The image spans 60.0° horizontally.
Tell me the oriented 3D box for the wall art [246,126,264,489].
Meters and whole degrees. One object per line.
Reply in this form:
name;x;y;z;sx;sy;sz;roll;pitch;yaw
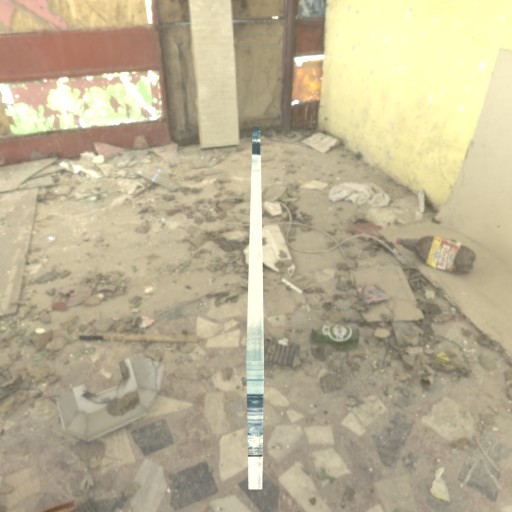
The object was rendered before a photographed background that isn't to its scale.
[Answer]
wall art;0.000;0.000;1.699;0.037;0.509;1.524;0;34;0
